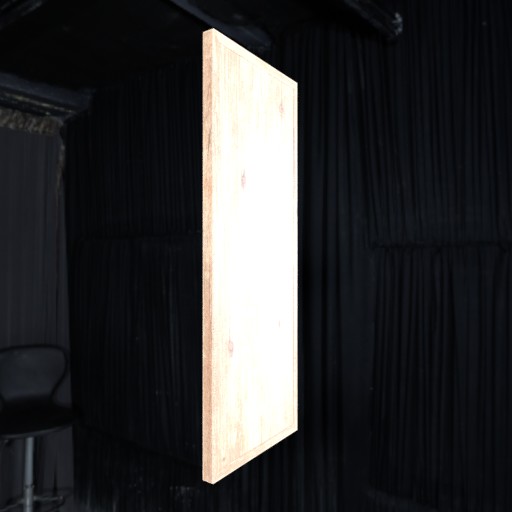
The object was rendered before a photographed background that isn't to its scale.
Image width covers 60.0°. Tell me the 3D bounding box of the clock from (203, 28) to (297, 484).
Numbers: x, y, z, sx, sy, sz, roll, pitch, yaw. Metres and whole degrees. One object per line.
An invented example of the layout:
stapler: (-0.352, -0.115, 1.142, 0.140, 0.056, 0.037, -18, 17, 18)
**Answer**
clock: (0.000, 0.000, 1.094, 0.030, 0.965, 0.361, 0, 0, 35)
